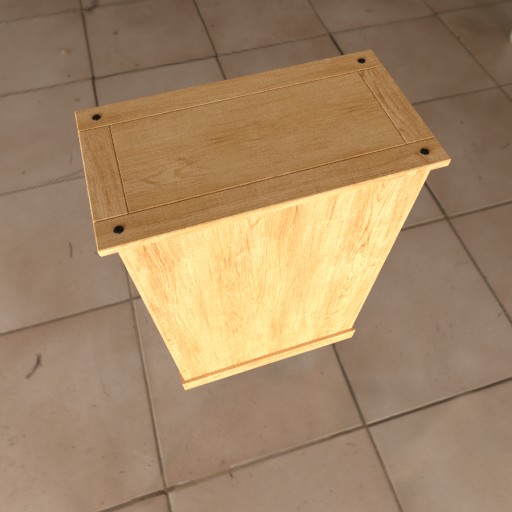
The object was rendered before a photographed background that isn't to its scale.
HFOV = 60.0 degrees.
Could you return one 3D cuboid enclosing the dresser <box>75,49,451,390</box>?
[{"bbox_3d":[0.000,0.000,1.755,0.915,1.300,0.485,-16,61,-9],"label":"dresser"}]
